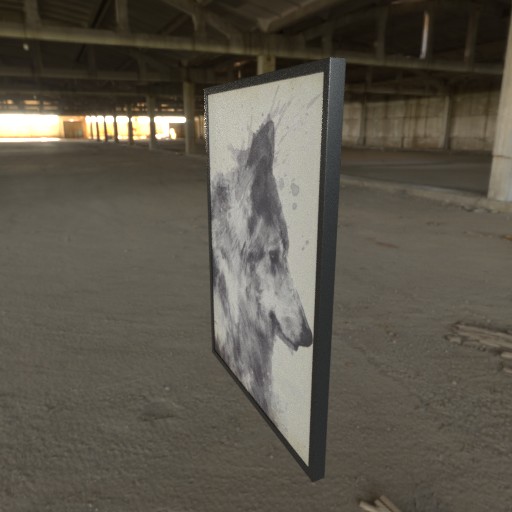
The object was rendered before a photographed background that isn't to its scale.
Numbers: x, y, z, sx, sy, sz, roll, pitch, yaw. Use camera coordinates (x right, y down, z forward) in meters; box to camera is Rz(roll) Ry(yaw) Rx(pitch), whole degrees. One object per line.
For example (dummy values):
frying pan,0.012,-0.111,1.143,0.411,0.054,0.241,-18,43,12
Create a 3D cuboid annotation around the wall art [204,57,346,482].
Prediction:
wall art,0.000,0.000,1.411,0.039,1.061,0.804,-7,18,-24
